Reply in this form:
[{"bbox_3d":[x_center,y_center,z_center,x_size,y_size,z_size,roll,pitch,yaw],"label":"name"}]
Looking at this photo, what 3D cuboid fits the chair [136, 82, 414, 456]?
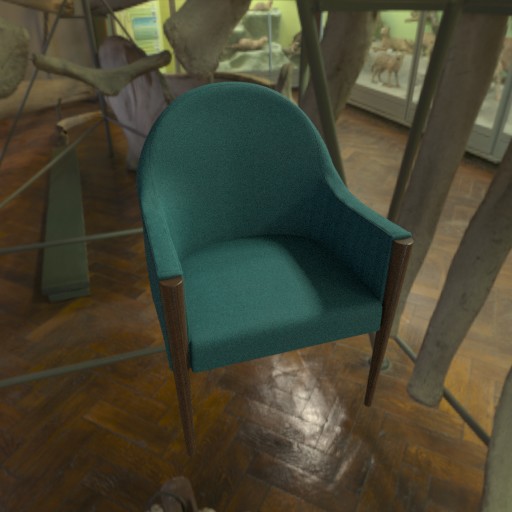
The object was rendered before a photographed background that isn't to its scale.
[{"bbox_3d":[0.000,0.000,1.361,0.656,0.907,0.652,-9,33,-15],"label":"chair"}]
